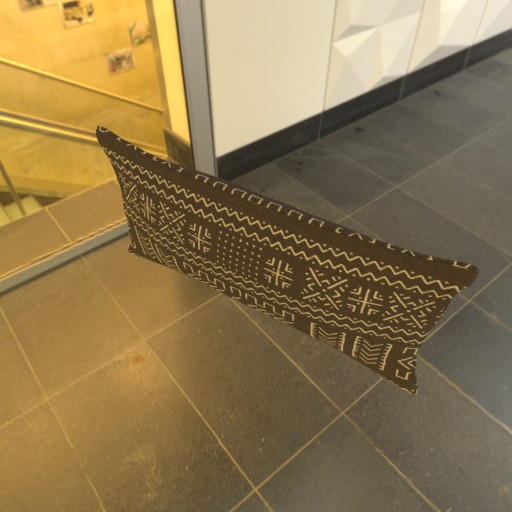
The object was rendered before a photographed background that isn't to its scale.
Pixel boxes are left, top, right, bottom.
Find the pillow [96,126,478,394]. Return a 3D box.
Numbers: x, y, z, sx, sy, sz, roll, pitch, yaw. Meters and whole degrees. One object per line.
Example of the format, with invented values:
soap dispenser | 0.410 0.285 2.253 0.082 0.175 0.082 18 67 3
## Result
pillow | 0.000 0.000 0.784 0.667 0.322 0.135 24 51 21
